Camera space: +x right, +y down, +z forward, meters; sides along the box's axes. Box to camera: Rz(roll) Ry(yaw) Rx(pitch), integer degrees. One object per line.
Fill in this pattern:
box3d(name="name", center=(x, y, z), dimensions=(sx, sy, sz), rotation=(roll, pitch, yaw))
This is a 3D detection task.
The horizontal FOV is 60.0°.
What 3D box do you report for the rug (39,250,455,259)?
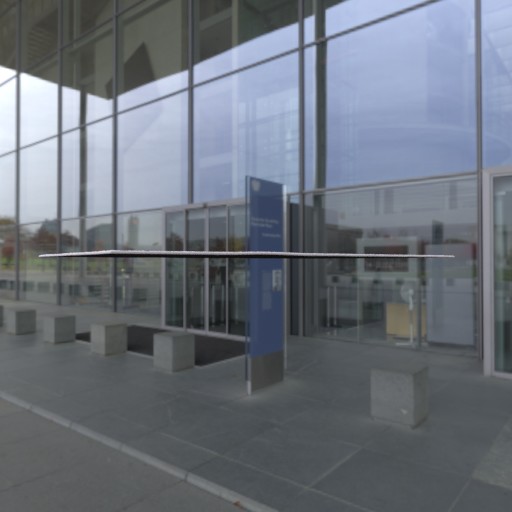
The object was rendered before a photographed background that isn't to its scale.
box3d(name="rug", center=(0.000, 0.000, 1.068), dimensions=(0.867, 0.007, 0.515), rotation=(1, -1, -36))
